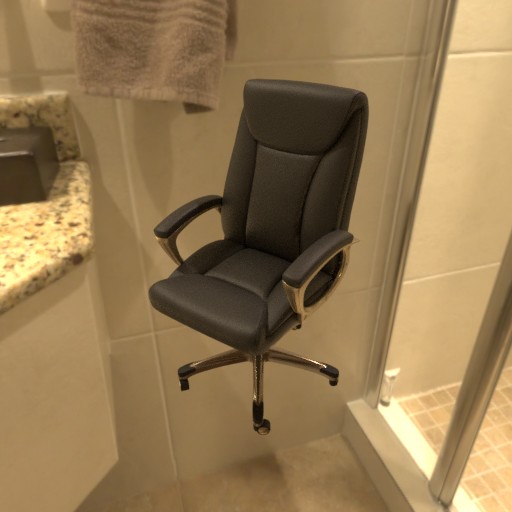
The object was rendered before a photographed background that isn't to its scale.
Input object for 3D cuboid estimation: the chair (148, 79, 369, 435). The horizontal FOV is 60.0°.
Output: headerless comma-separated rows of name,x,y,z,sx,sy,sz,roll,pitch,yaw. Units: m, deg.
chair,0.000,0.000,1.696,0.694,1.188,0.748,19,35,29
